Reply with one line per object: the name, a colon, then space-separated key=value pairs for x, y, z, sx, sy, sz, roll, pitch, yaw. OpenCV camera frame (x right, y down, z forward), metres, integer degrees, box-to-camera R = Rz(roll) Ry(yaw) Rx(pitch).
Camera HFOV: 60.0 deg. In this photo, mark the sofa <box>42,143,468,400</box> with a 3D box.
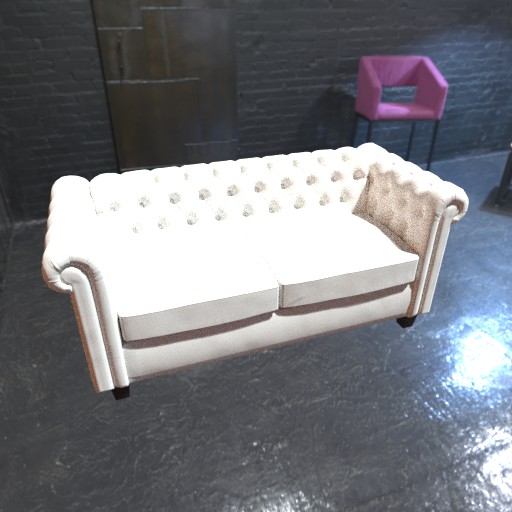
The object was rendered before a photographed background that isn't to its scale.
sofa: x=0.000 y=0.000 z=2.210 sx=1.798 sy=0.796 sz=0.771 roll=-10 pitch=32 yaw=-16
